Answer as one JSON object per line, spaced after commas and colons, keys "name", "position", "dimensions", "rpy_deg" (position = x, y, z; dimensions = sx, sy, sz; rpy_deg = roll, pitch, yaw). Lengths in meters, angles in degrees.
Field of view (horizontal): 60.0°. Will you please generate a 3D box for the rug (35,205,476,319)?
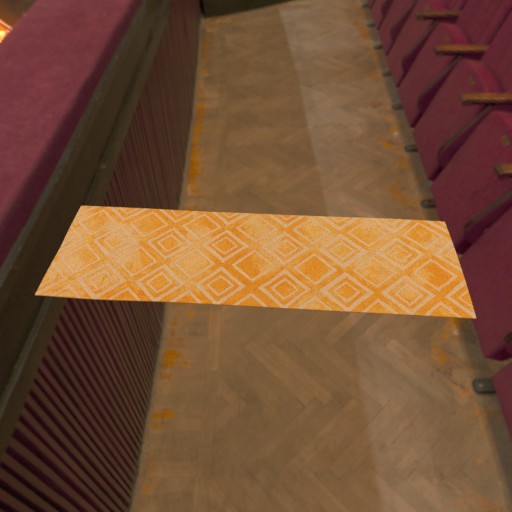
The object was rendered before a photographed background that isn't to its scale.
{"name": "rug", "position": [0.000, 0.000, 2.693], "dimensions": [2.438, 0.010, 0.775], "rpy_deg": [3, 47, 3]}
